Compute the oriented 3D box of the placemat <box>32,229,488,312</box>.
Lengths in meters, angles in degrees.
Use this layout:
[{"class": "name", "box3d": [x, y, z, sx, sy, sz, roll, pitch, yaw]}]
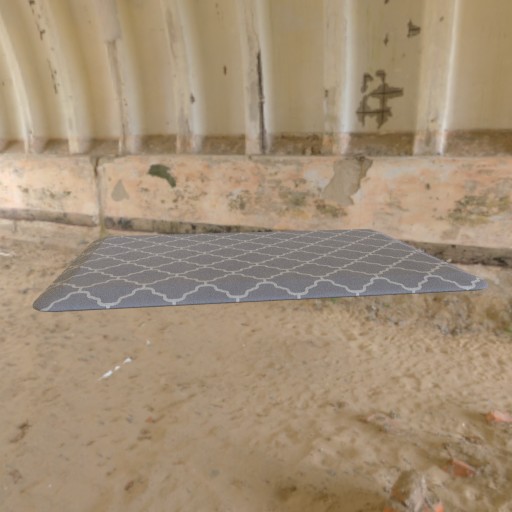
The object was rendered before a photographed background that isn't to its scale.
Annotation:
[{"class": "placemat", "box3d": [0.000, 0.000, 0.947, 0.762, 0.021, 0.508, -2, 14, -8]}]
